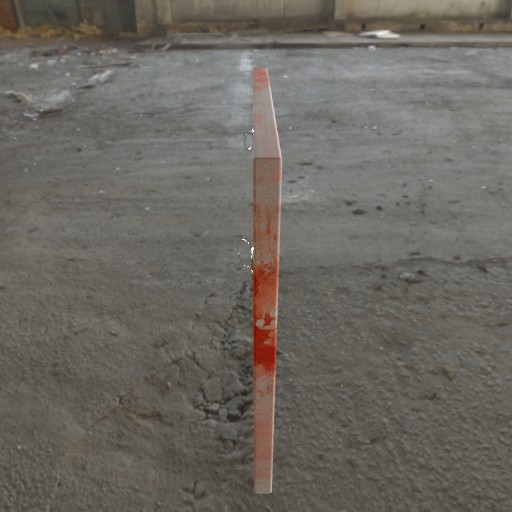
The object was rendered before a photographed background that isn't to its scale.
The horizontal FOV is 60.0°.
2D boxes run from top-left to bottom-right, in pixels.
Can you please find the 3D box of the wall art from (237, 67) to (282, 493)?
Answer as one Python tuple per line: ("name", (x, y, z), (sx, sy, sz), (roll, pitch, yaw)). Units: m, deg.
("wall art", (0.000, 0.000, 1.079), (0.064, 0.746, 0.747), (0, 31, 0))
